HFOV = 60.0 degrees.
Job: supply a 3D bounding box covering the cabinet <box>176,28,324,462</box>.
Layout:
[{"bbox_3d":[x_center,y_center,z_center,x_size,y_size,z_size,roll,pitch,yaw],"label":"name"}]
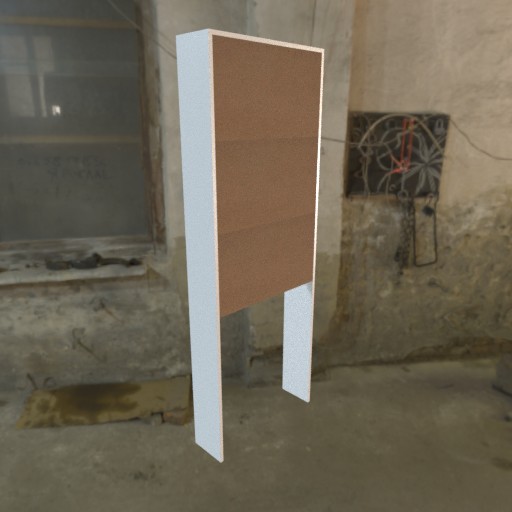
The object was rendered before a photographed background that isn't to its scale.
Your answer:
[{"bbox_3d":[0.000,0.000,2.021,0.192,1.770,0.643,16,24,42],"label":"cabinet"}]
